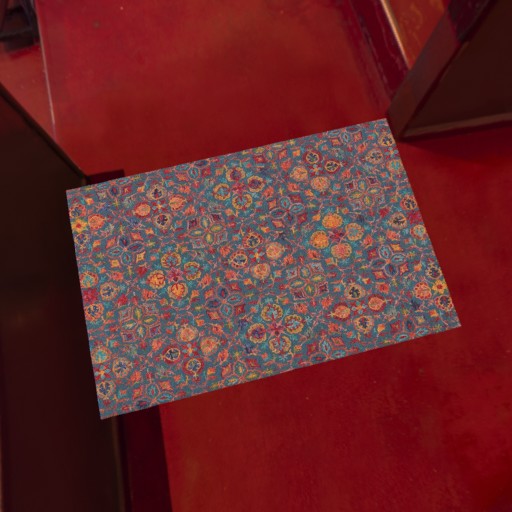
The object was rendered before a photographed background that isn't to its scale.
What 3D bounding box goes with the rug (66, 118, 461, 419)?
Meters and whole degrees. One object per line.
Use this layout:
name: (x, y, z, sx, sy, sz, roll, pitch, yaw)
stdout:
rug: (0.000, 0.000, 2.328, 1.836, 0.014, 1.216, -14, 76, -3)
